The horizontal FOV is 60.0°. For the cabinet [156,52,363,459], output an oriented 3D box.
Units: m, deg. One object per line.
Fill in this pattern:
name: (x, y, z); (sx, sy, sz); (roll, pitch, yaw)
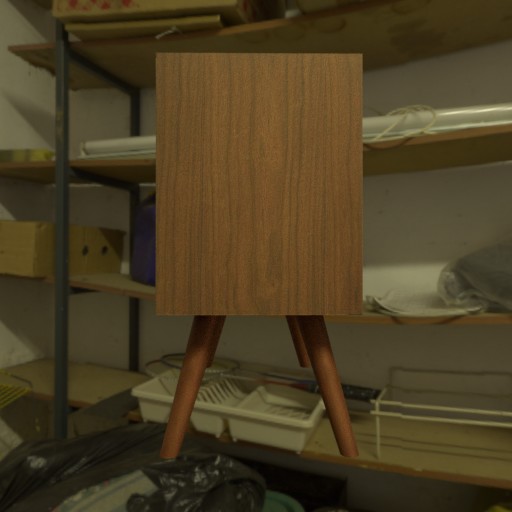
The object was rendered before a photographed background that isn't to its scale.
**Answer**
cabinet: (0.000, 0.000, 1.173); (0.388, 0.748, 0.712); (0, 0, -1)
